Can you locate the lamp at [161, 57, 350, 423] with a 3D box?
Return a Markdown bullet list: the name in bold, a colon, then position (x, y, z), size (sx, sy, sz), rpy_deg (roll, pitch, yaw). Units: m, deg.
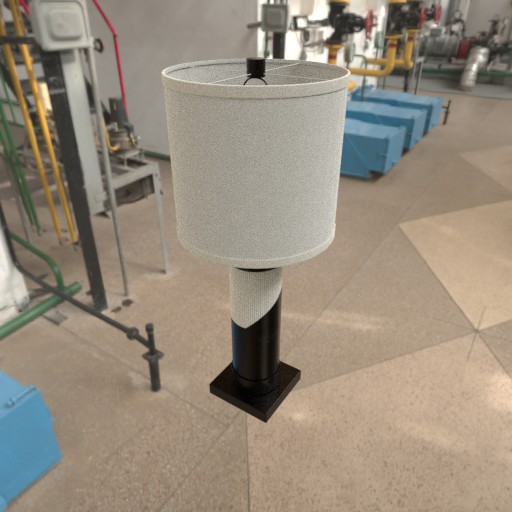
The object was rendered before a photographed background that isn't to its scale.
- **lamp**: position (0.000, 0.000, 0.622), size (0.211, 0.509, 0.211), rpy_deg (19, 35, 29)
